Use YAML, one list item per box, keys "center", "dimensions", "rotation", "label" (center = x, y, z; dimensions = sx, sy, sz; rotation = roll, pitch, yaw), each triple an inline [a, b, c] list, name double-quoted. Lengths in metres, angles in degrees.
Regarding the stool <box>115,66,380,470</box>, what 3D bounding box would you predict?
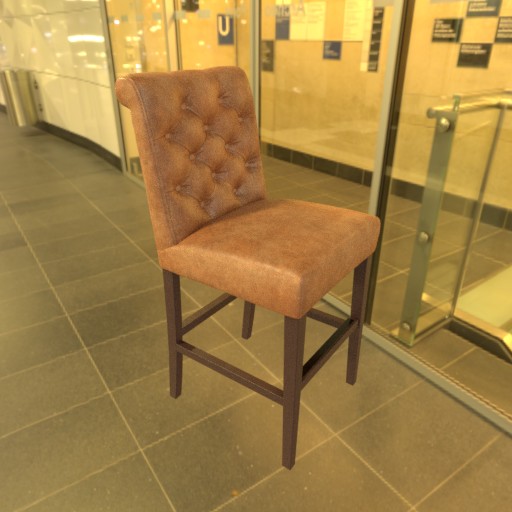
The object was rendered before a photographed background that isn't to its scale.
- center: [0.000, 0.000, 1.366]
  dimensions: [0.601, 1.047, 0.493]
  rotation: [18, 32, 32]
  label: "stool"
